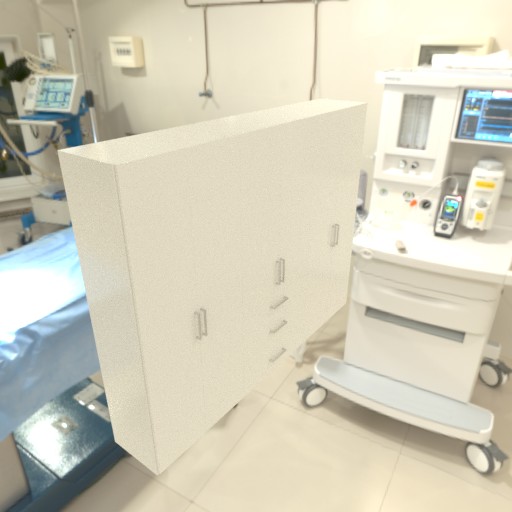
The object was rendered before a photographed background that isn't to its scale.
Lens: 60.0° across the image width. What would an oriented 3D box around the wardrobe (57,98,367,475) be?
[{"bbox_3d":[0.000,0.000,3.982,0.580,2.360,3.000,19,32,33],"label":"wardrobe"}]
